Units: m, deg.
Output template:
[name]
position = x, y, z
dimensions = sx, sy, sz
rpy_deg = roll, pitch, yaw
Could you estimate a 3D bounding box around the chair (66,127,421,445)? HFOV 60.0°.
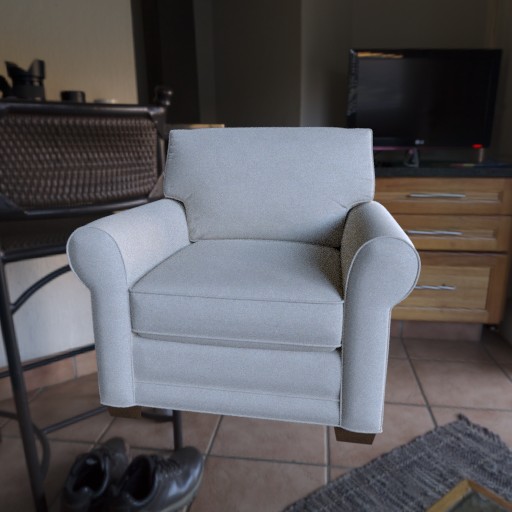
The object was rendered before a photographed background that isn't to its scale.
[chair]
position = 0.000, 0.000, 1.678
dimensions = 1.040, 0.955, 0.863
rpy_deg = 2, 14, 10
